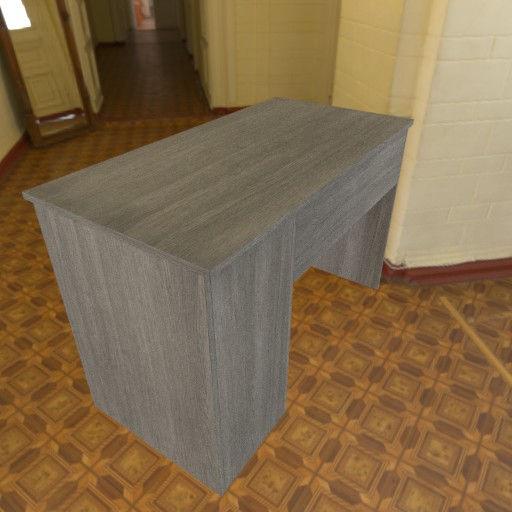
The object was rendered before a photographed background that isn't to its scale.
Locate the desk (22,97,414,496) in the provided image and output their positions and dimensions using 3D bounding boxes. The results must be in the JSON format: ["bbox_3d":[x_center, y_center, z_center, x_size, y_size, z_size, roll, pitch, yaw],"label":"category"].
[{"bbox_3d":[0.000,0.000,1.471,0.560,0.735,1.097,21,38,28],"label":"desk"}]
